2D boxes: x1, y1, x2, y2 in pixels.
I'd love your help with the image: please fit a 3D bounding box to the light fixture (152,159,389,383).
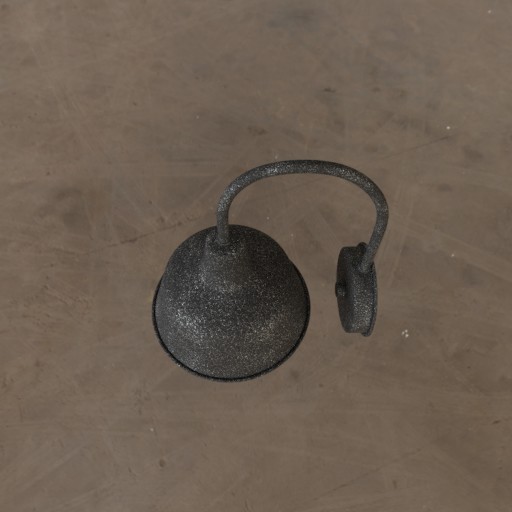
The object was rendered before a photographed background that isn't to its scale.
[{"bbox_3d":[0.000,0.000,0.501,0.283,0.300,0.216,-1,58,-1],"label":"light fixture"}]
